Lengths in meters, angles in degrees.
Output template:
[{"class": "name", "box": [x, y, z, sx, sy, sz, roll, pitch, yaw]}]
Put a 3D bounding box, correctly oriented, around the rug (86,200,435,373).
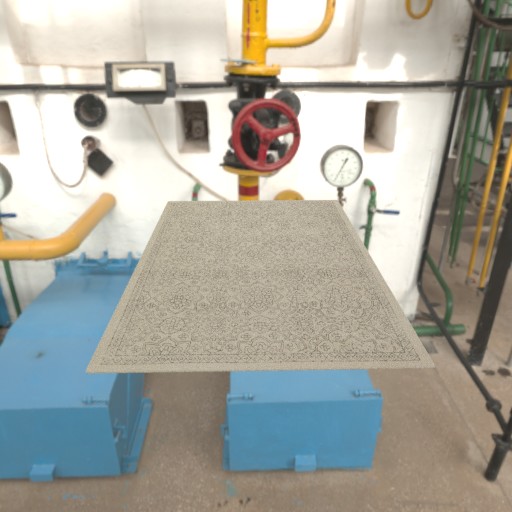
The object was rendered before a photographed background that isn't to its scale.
[{"class": "rug", "box": [0.000, 0.000, 2.360, 1.219, 0.010, 1.829, -1, 26, -1]}]
